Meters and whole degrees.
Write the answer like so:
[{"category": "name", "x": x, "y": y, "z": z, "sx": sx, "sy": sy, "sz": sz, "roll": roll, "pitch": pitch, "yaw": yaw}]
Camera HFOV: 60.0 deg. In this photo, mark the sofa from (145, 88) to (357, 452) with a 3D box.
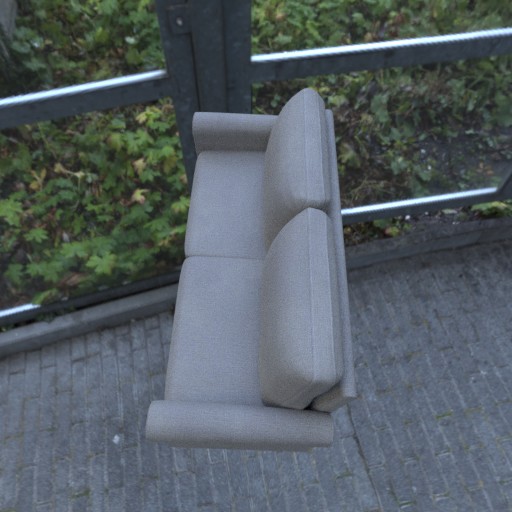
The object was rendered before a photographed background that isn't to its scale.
[{"category": "sofa", "x": 0.000, "y": 0.000, "z": 2.398, "sx": 0.842, "sy": 0.942, "sz": 1.935, "roll": 2, "pitch": 59, "yaw": 1}]
